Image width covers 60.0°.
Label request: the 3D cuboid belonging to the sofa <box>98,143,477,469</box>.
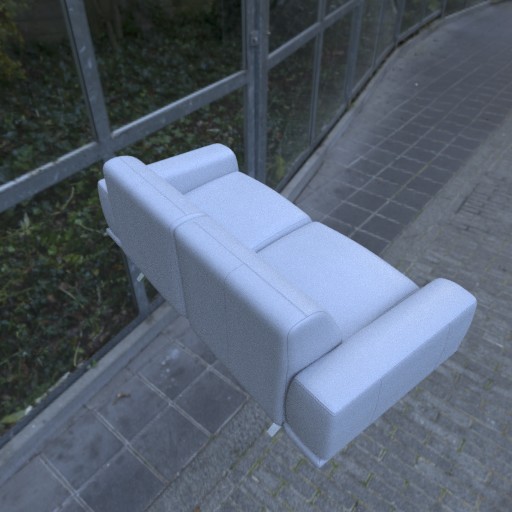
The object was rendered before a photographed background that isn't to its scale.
[{"bbox_3d":[0.000,0.000,2.271,0.900,0.772,1.901,-26,46,-29],"label":"sofa"}]
